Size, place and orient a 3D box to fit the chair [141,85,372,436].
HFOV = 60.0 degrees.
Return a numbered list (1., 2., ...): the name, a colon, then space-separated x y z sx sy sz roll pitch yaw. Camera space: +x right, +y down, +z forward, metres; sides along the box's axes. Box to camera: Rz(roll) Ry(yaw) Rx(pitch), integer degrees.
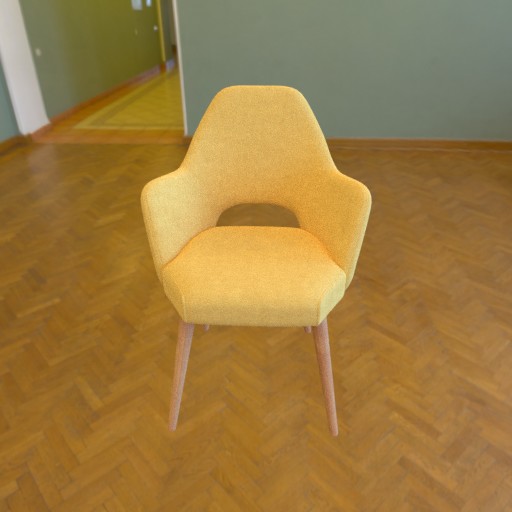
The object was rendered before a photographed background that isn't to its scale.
1. chair: 0.000 0.000 1.280 0.590 0.840 0.610 1 30 2
